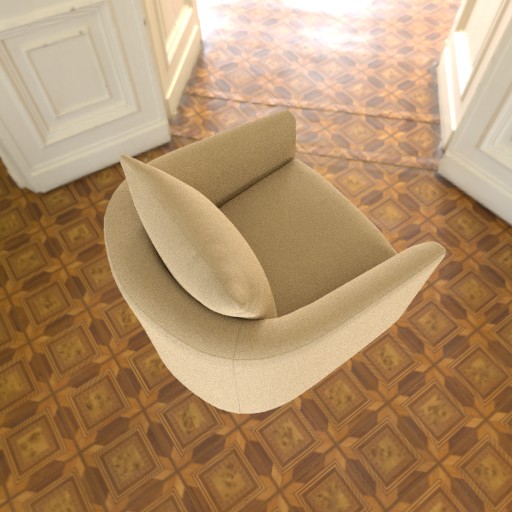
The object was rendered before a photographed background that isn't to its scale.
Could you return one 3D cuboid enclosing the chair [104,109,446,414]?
[{"bbox_3d":[0.000,0.000,1.556,0.910,0.848,0.845,-32,63,-18],"label":"chair"}]
